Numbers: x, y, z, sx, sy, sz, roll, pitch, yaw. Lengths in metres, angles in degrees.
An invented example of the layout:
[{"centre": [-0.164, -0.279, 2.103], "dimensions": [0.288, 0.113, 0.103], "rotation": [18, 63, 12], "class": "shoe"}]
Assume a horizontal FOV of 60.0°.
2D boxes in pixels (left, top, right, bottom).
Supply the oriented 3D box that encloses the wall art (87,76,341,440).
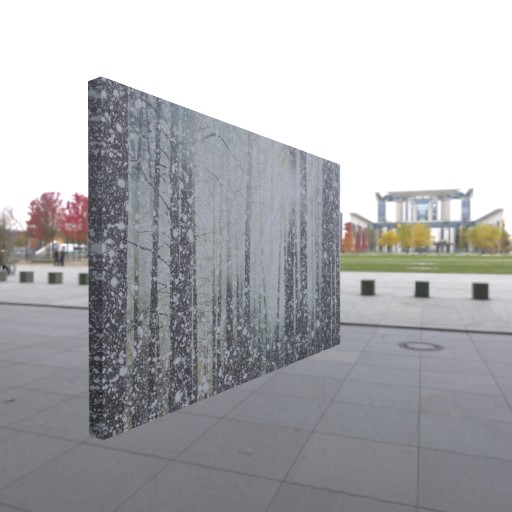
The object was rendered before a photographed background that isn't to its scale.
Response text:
[{"centre": [0.000, 0.000, 1.111], "dimensions": [0.038, 0.598, 0.919], "rotation": [1, 1, 36], "class": "wall art"}]
